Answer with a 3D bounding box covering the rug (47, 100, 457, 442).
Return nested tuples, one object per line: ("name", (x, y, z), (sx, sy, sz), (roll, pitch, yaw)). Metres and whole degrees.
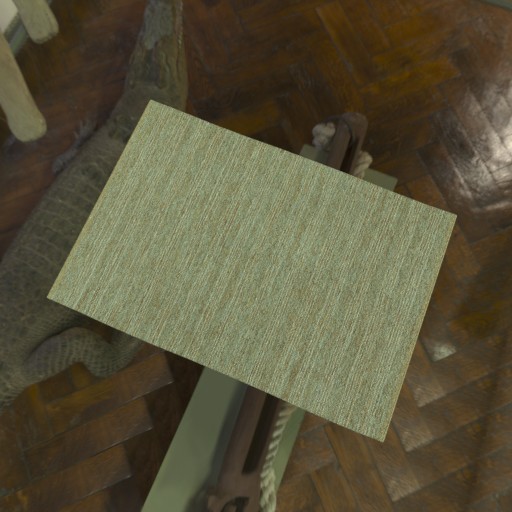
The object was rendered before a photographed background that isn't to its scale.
("rug", (0.000, 0.000, 2.329), (1.824, 0.010, 1.240), (22, 78, 5))
